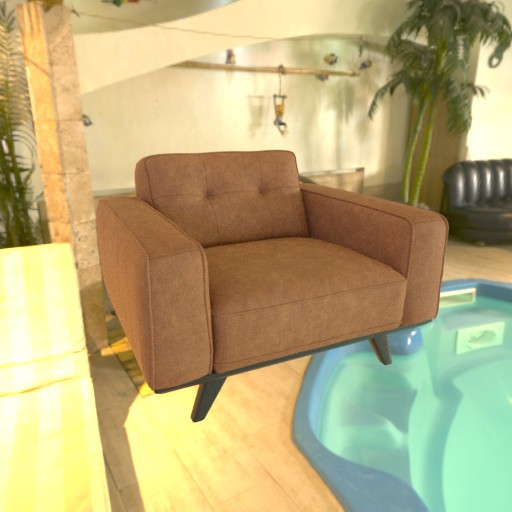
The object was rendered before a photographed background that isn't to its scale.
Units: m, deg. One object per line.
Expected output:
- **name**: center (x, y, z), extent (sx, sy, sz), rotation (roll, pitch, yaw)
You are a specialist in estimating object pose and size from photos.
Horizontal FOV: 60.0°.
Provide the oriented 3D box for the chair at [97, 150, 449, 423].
- **chair**: center (0.000, 0.000, 1.784), extent (1.118, 0.782, 0.952), rotation (-8, 19, -25)
